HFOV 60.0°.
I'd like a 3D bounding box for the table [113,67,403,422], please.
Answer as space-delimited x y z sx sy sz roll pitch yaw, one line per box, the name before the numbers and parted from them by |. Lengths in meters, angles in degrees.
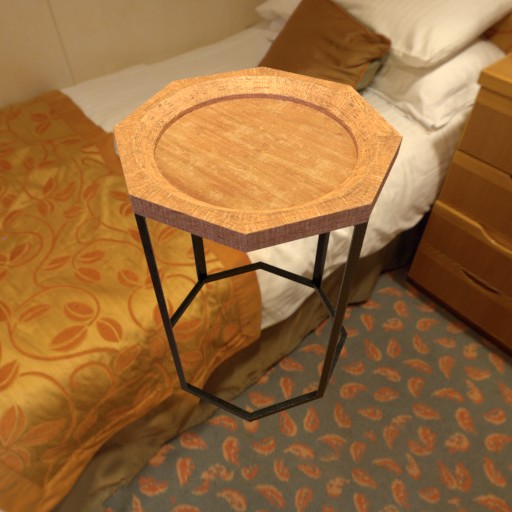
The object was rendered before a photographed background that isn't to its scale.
table | 0.000 0.000 0.870 0.437 0.553 0.437 2 48 2
